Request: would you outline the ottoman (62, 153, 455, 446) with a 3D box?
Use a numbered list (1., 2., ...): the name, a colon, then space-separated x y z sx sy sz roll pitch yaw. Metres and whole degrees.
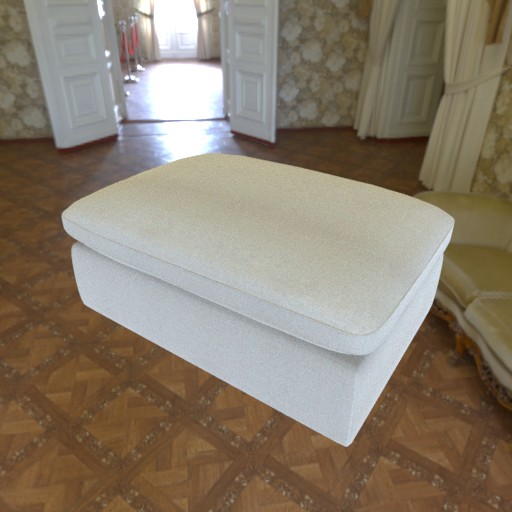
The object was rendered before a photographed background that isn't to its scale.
1. ottoman: 0.000 0.000 1.359 0.984 0.453 0.686 19 36 29
